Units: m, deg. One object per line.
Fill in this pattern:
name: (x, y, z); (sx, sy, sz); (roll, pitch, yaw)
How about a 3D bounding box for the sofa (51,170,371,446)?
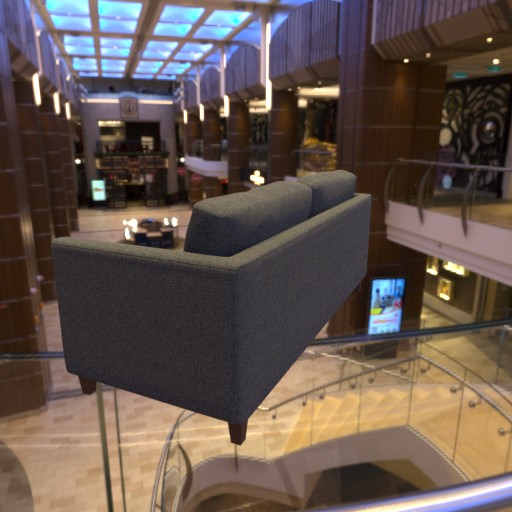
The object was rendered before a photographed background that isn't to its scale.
sofa: (0.000, 0.000, 2.711); (0.948, 0.965, 2.208); (7, 17, 25)
